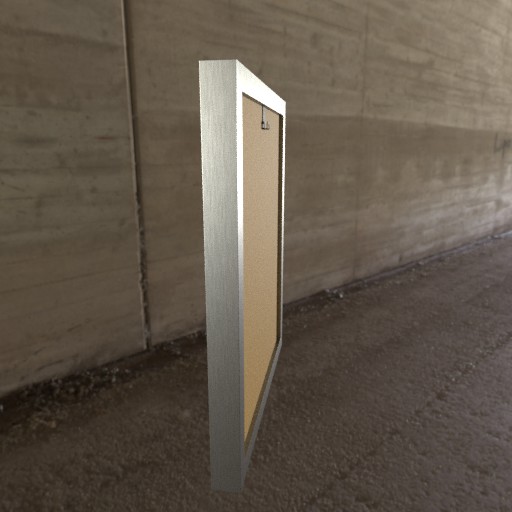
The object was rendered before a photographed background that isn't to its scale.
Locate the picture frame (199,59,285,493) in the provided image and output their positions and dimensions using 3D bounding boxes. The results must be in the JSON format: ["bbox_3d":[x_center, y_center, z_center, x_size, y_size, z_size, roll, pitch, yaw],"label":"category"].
[{"bbox_3d":[0.000,0.000,1.353,0.073,0.968,0.839,2,14,10],"label":"picture frame"}]
